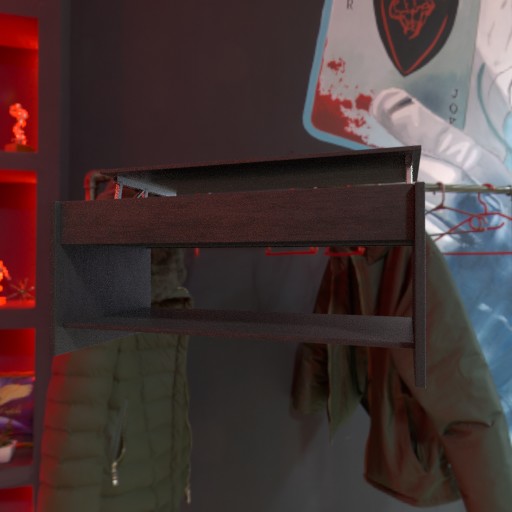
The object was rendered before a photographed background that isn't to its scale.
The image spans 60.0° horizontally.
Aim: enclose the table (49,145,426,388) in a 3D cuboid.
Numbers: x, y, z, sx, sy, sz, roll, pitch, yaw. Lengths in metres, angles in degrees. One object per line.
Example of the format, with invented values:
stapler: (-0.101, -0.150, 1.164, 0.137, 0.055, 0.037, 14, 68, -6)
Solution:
table: (0.000, 0.000, 1.437, 1.000, 0.570, 0.712, 0, 0, 19)
